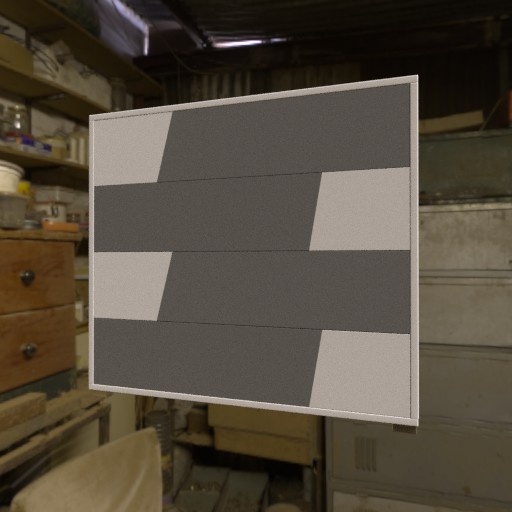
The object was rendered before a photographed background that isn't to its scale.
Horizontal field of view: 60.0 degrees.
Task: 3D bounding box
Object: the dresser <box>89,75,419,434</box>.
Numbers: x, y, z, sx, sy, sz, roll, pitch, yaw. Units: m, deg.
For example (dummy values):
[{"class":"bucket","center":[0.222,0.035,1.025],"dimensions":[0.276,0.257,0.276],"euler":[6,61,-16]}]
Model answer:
[{"class":"dresser","center":[0.000,0.000,1.618],"dimensions":[1.100,1.000,0.460],"euler":[0,0,18]}]
